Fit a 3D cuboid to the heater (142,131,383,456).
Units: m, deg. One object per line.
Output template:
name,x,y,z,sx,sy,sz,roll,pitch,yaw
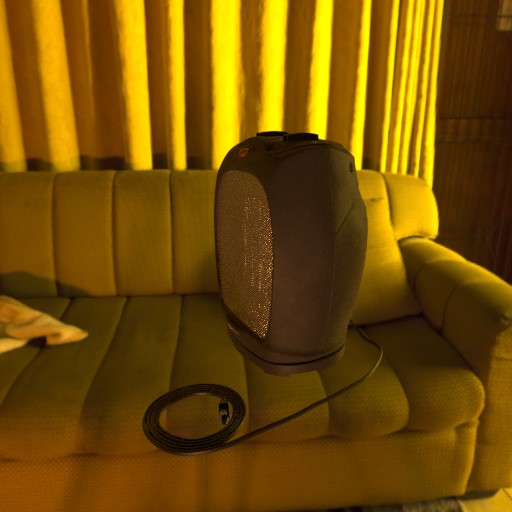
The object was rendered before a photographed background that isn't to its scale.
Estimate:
heater,0.000,0.000,0.476,0.291,0.255,0.239,-8,19,-25
